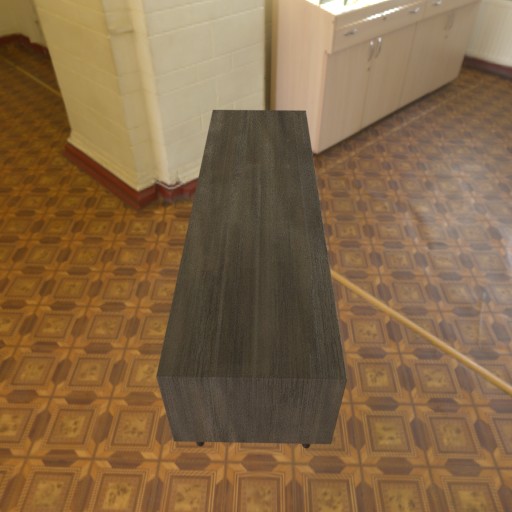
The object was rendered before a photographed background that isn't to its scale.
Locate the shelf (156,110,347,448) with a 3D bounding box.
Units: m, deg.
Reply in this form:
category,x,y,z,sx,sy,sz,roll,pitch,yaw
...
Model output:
category,x,y,z,sx,sy,sz,roll,pitch,yaw
shelf,0.000,0.000,1.562,0.400,0.495,1.300,1,42,1
